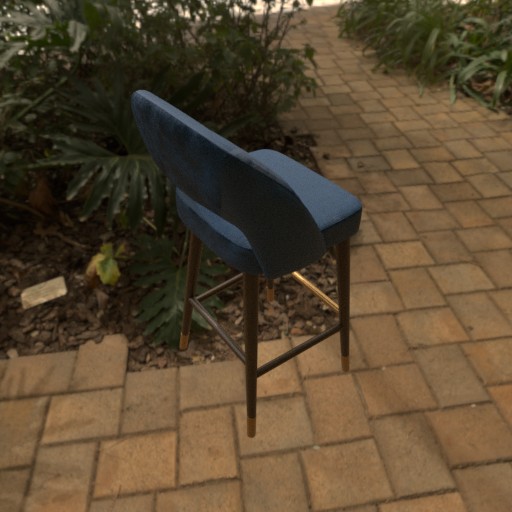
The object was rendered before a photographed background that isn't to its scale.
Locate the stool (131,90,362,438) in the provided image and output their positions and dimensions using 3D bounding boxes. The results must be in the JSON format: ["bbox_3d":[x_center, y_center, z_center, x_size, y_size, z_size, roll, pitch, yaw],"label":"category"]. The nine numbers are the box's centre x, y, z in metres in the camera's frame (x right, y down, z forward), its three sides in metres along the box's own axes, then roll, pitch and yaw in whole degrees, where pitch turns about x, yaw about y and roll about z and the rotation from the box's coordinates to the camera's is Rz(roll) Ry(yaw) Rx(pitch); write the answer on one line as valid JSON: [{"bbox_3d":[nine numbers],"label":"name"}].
[{"bbox_3d":[0.000,0.000,1.326,0.515,1.016,0.514,-25,46,-27],"label":"stool"}]
